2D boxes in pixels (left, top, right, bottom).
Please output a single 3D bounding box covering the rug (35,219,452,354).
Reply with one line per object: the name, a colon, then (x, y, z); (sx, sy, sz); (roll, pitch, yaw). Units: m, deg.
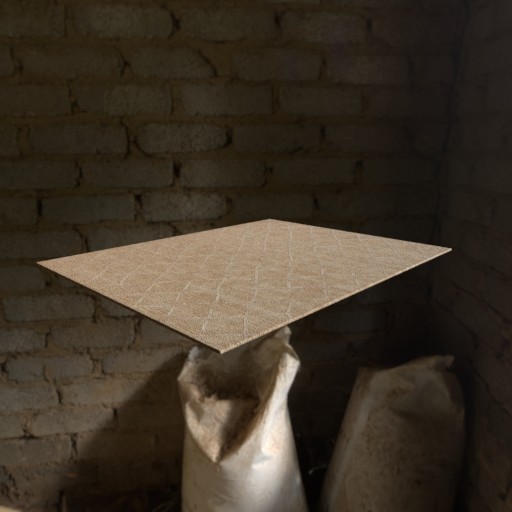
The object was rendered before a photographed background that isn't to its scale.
rug: (0.000, 0.000, 4.110); (2.420, 0.019, 3.039); (14, 20, 42)
